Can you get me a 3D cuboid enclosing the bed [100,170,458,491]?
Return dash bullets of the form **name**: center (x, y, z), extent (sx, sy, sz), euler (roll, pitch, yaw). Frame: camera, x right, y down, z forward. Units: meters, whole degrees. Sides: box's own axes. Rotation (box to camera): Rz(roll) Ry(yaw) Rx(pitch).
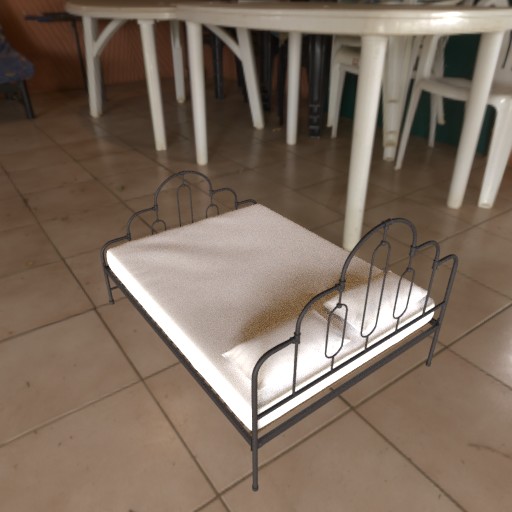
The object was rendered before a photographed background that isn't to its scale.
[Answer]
- **bed**: center (0.000, 0.000, 3.240), extent (1.640, 1.429, 2.163), euler (-21, 37, -31)
